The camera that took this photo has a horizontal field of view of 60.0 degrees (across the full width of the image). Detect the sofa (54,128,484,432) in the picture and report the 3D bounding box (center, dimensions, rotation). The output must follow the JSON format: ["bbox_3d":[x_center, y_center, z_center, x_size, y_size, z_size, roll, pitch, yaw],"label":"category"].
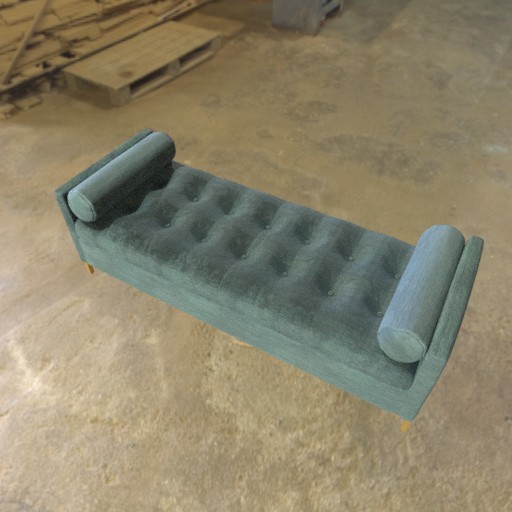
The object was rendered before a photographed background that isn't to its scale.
[{"bbox_3d":[0.000,0.000,2.446,2.102,0.705,0.796,22,50,20],"label":"sofa"}]
